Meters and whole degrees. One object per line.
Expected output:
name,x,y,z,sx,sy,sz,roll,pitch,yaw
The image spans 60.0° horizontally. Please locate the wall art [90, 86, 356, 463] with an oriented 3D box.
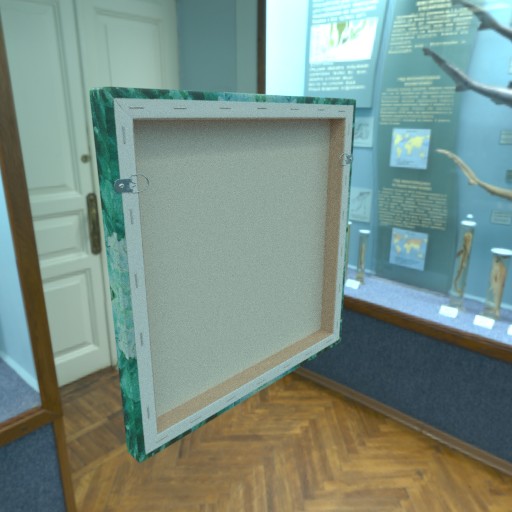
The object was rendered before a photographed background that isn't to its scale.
wall art,0.000,0.000,0.741,0.038,0.508,0.507,16,24,42
